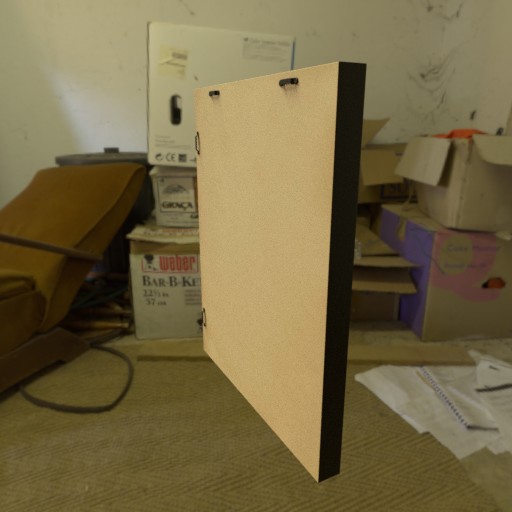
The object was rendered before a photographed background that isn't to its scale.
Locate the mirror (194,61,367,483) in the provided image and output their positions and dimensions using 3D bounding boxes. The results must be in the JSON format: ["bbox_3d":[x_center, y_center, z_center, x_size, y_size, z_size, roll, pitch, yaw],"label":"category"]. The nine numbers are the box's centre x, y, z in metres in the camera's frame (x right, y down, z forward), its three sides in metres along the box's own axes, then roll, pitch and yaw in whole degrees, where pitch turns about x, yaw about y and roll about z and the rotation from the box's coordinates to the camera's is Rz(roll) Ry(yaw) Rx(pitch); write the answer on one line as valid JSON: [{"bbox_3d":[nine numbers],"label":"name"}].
[{"bbox_3d":[0.000,0.000,0.685,0.041,0.509,0.406,-9,19,-27],"label":"mirror"}]
